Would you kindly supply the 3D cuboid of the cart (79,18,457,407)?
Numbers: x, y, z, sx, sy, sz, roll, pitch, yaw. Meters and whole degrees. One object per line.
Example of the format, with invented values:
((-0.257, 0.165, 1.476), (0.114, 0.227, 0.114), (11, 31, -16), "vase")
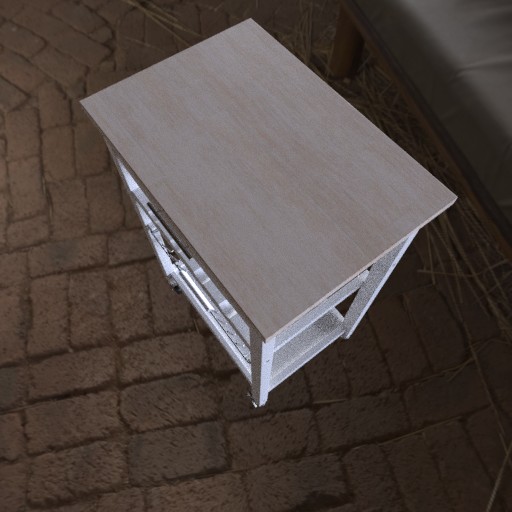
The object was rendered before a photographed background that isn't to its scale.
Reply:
((0.000, 0.000, 1.169), (0.406, 0.857, 0.578), (-34, 68, -16), "cart")
